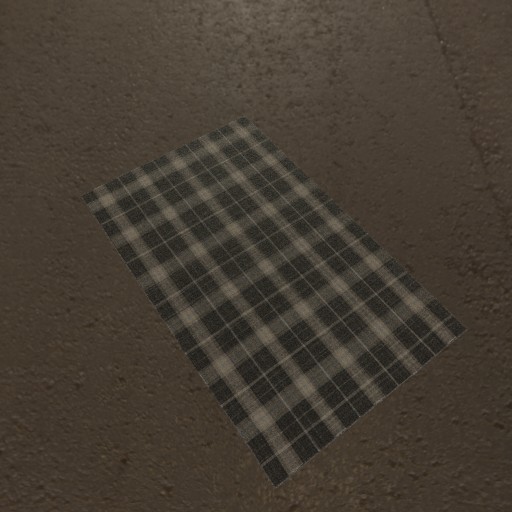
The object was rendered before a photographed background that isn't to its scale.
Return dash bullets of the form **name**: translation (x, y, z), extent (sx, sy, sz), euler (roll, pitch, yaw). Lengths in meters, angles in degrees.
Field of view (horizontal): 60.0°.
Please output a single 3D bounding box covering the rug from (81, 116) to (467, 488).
- **rug**: translation (0.000, 0.000, 3.063), extent (1.520, 0.015, 2.434), euler (-31, 63, -18)
